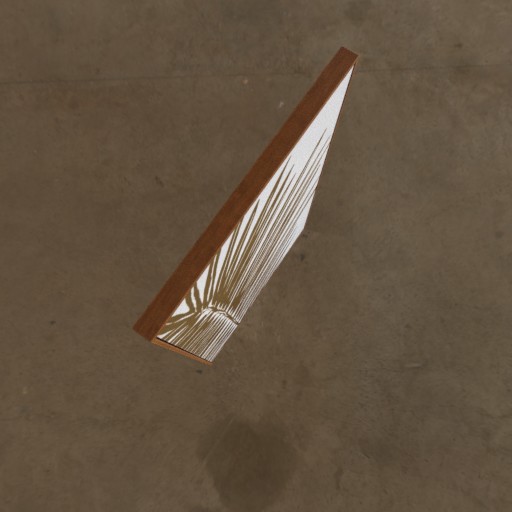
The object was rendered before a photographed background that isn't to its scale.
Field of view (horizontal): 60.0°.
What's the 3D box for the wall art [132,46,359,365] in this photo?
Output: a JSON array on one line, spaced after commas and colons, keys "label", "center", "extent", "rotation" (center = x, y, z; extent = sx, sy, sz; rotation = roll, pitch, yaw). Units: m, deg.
[{"label": "wall art", "center": [0.000, 0.000, 1.165], "extent": [0.037, 0.914, 0.610], "rotation": [33, 77, 9]}]
